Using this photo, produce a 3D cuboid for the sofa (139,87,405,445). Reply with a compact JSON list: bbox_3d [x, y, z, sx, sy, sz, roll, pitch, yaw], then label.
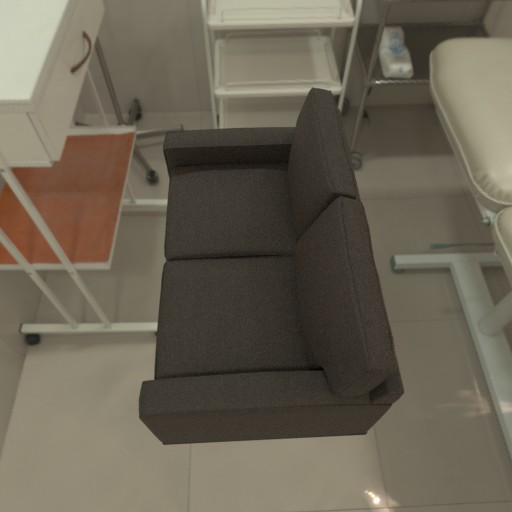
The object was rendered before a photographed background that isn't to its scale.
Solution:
[{"bbox_3d":[0.000,0.000,2.153,0.974,0.887,1.534,-2,57,-1],"label":"sofa"}]
